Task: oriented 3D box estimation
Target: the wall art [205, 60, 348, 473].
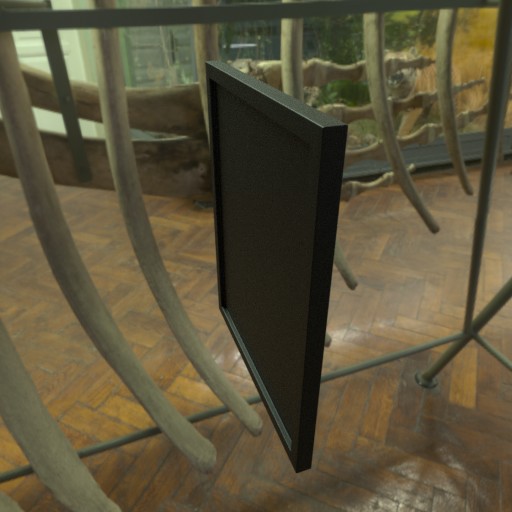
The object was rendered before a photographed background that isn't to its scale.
[{"bbox_3d":[0.000,0.000,0.758,0.028,0.559,0.457,-11,33,-17],"label":"wall art"}]
